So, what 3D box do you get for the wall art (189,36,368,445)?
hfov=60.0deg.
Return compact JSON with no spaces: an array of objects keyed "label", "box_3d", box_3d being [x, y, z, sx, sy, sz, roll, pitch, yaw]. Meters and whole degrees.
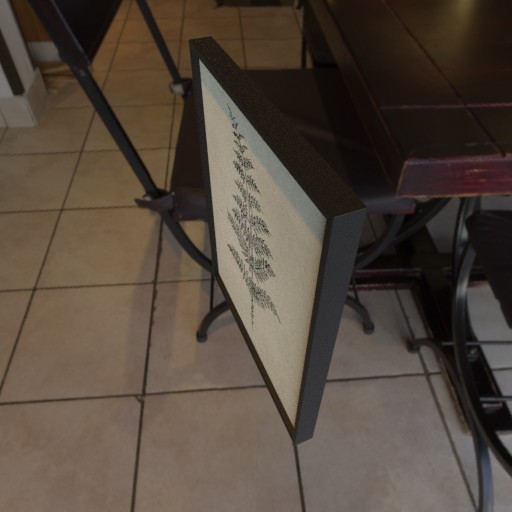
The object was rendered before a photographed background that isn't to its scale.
[{"label":"wall art","box_3d":[0.000,0.000,0.753,0.039,0.555,0.449,-17,49,-15]}]
